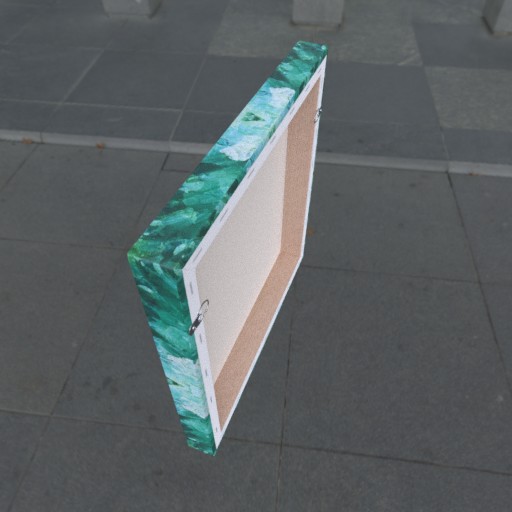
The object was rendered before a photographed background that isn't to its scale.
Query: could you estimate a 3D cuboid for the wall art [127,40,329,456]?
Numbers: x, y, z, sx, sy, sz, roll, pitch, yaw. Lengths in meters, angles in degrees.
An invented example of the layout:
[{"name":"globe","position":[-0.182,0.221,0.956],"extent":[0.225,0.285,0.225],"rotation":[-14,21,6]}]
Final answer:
[{"name":"wall art","position":[0.000,0.000,0.460],"extent":[0.033,0.313,0.313],"rotation":[17,50,14]}]
